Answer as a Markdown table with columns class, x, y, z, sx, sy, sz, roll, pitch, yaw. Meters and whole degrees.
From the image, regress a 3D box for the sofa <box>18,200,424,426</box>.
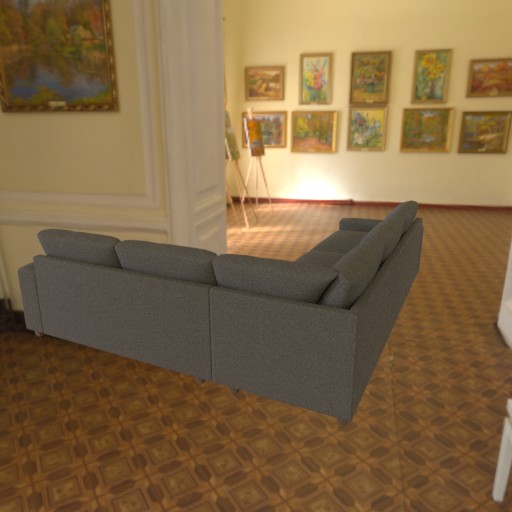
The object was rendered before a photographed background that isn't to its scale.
| class | x | y | z | sx | sy | sz | roll | pitch | yaw |
| --- | --- | --- | --- | --- | --- | --- | --- | --- | --- |
| sofa | 0.000 | 0.000 | 4.569 | 2.895 | 0.965 | 3.277 | 8 | 18 | 25 |
